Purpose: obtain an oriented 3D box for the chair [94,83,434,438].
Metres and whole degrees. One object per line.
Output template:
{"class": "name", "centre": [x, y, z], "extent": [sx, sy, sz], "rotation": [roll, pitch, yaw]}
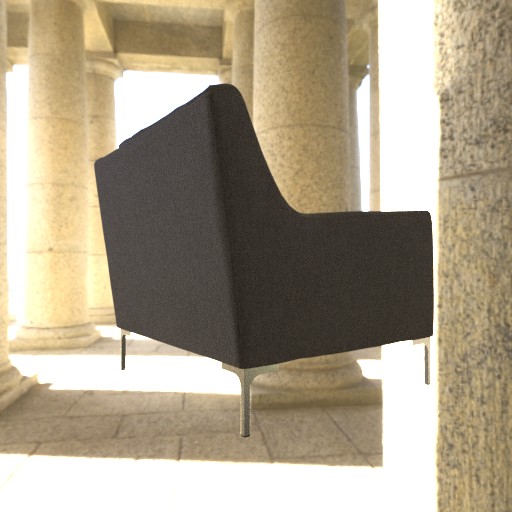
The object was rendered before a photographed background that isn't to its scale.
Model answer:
{"class": "chair", "centre": [0.000, 0.000, 1.505], "extent": [0.849, 0.828, 0.847], "rotation": [1, -1, -37]}
